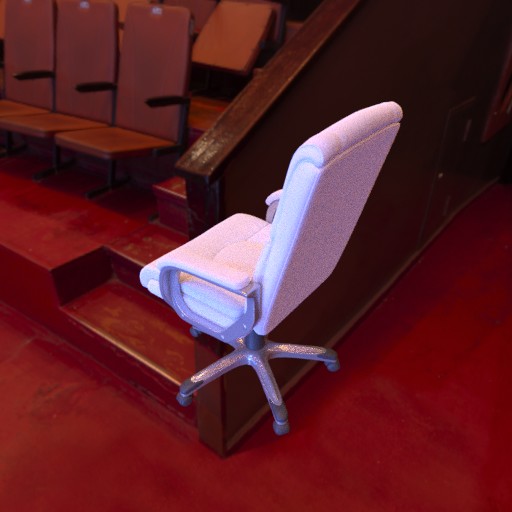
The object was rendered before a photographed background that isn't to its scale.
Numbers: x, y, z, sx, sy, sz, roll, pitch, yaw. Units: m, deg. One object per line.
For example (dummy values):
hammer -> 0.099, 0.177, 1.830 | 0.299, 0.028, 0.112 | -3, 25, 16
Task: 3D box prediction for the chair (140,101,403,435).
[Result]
chair -> 0.000, 0.000, 1.589 | 0.738, 1.120, 0.687 | 22, 38, 30
